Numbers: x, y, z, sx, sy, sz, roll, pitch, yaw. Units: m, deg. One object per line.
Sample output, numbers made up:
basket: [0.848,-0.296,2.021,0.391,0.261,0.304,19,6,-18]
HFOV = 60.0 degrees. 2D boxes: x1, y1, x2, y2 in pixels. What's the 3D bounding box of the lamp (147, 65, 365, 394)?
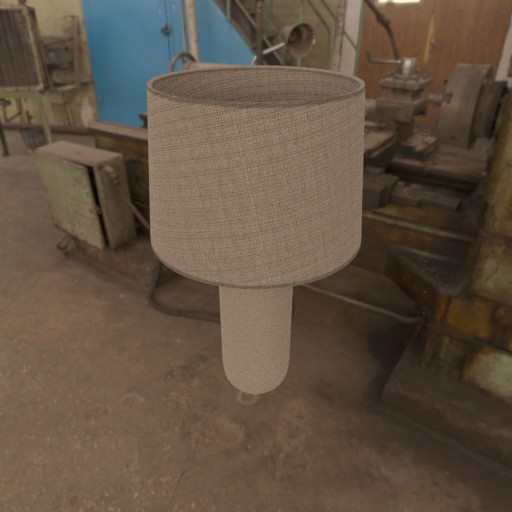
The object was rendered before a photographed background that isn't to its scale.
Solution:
lamp: [0.000,0.000,0.815,0.367,0.609,0.367,0,31,0]
